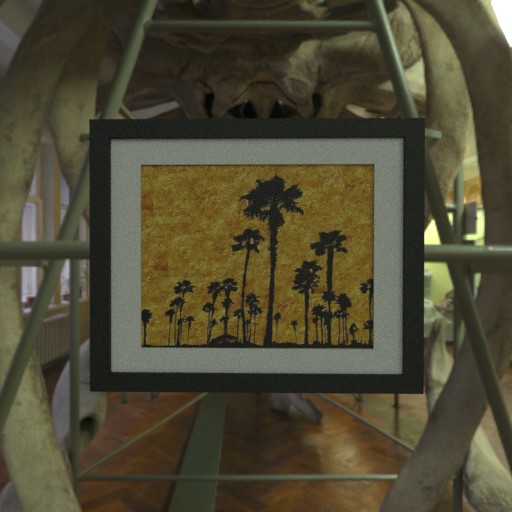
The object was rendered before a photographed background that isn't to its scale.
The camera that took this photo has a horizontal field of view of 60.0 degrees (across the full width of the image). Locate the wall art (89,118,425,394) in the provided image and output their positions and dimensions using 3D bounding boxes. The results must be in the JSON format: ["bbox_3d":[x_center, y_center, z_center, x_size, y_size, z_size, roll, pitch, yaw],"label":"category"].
[{"bbox_3d":[0.000,0.000,0.755,0.561,0.460,0.028,0,1,1],"label":"wall art"}]
